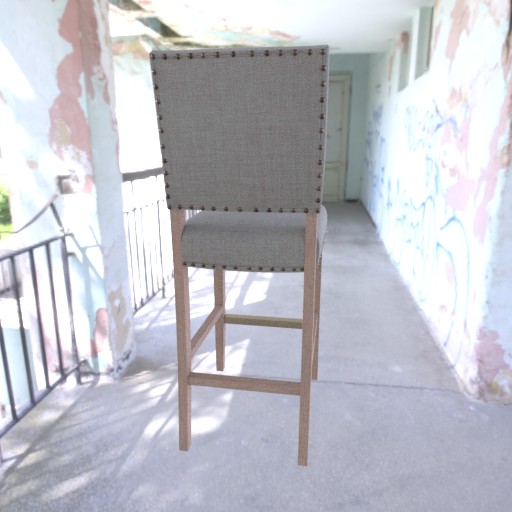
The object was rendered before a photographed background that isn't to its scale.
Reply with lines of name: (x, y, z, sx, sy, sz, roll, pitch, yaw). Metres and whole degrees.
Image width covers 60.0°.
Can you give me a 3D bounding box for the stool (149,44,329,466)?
stool: (0.000, 0.000, 1.456, 0.445, 1.173, 0.585, 3, 16, 10)
